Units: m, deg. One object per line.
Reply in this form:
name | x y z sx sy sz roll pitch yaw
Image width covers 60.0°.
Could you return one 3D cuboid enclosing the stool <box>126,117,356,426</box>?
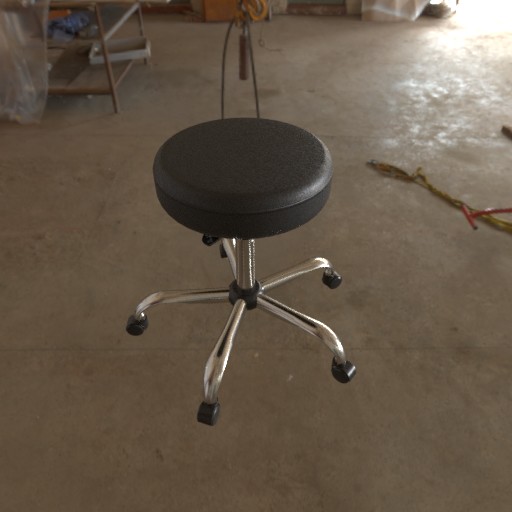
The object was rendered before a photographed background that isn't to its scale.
stool | 0.000 0.000 1.151 0.638 0.576 0.673 25 46 27
